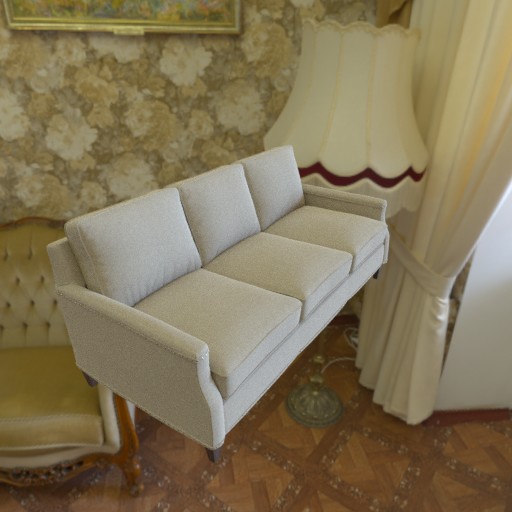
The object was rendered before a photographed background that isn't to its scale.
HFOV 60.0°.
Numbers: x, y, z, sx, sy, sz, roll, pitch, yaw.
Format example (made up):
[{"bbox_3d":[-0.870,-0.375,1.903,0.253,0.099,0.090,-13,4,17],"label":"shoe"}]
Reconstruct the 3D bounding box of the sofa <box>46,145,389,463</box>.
[{"bbox_3d":[0.000,0.000,2.876,1.084,1.003,2.246,17,31,30],"label":"sofa"}]
